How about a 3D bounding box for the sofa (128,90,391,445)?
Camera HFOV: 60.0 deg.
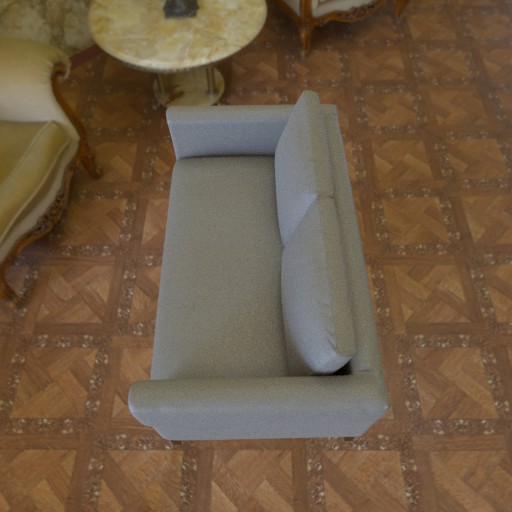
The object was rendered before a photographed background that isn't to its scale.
[{"bbox_3d":[0.000,0.000,2.126,0.899,0.873,1.598,-1,57,-1],"label":"sofa"}]
